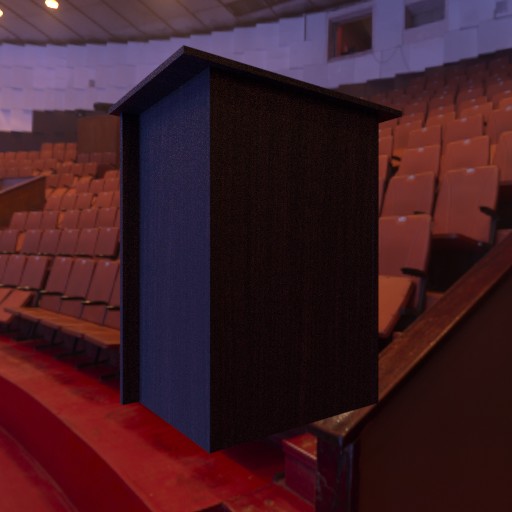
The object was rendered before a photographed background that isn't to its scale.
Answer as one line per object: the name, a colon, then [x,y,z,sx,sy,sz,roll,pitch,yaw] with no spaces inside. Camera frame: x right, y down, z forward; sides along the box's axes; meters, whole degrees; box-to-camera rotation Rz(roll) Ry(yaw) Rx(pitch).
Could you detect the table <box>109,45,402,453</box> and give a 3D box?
table: [0.000,0.000,1.083,0.591,0.711,0.406,0,0,-36]
